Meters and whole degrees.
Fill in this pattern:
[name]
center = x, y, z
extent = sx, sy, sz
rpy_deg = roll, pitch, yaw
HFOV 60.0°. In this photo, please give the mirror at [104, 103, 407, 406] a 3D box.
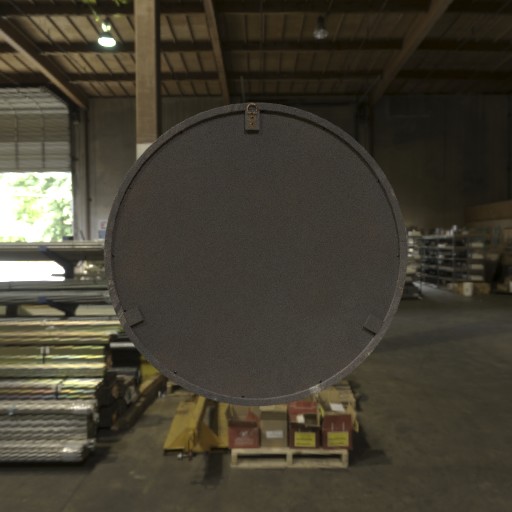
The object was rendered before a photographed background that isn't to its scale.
[mirror]
center = 0.000, 0.000, 1.052
extent = 0.710, 0.710, 0.038
rpy_deg = 0, 2, 0
